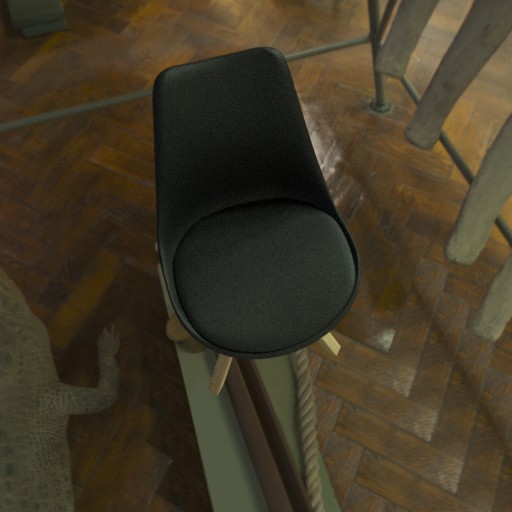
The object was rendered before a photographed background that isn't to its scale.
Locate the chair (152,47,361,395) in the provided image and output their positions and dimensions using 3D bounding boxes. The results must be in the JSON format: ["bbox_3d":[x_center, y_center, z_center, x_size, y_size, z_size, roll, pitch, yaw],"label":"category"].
[{"bbox_3d":[0.000,0.000,1.178,0.485,0.850,0.549,-16,65,-8],"label":"chair"}]
